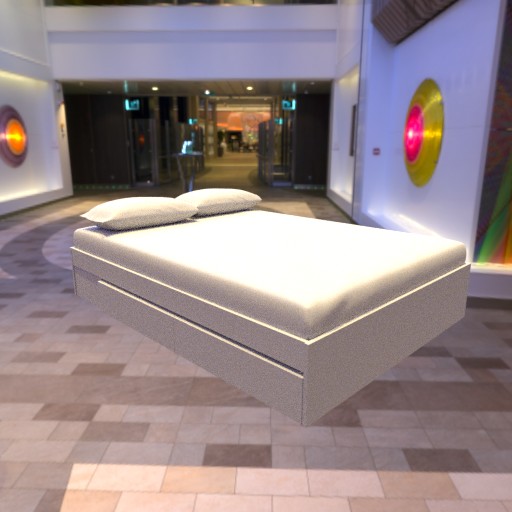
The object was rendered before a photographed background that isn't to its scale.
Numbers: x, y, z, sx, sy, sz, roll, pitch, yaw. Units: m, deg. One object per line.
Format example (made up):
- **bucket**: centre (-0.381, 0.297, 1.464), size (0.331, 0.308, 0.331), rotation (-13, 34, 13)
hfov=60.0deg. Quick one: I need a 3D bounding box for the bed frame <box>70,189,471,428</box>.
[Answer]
- **bed frame**: centre (0.000, 0.000, 2.647), size (1.450, 0.629, 1.950), rotation (-14, 20, -43)
